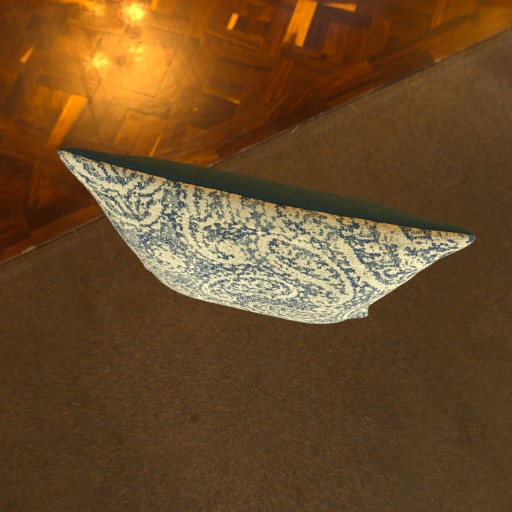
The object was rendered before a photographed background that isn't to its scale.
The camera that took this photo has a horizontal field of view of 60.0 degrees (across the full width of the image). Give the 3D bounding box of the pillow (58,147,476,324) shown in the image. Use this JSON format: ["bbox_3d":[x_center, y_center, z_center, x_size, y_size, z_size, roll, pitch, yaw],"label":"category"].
[{"bbox_3d":[0.000,0.000,0.773,0.523,0.510,0.166,12,74,4],"label":"pillow"}]
